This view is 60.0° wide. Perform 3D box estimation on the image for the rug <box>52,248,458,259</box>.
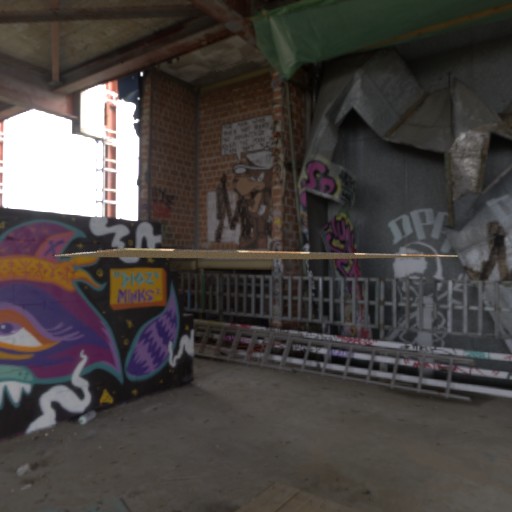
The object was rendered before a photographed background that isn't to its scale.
[{"bbox_3d":[0.000,0.000,2.397,1.828,0.006,1.216,1,-1,-34],"label":"rug"}]
